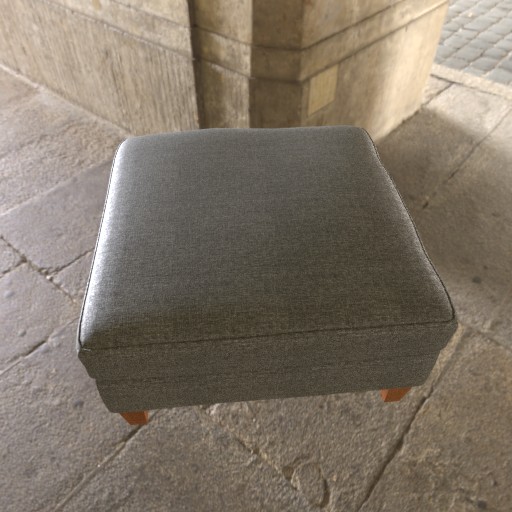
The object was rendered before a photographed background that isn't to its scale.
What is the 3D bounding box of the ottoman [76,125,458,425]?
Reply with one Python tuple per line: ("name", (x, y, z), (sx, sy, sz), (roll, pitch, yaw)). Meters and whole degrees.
("ottoman", (0.000, 0.000, 1.337), (0.838, 0.481, 0.838), (-4, 47, -4))
